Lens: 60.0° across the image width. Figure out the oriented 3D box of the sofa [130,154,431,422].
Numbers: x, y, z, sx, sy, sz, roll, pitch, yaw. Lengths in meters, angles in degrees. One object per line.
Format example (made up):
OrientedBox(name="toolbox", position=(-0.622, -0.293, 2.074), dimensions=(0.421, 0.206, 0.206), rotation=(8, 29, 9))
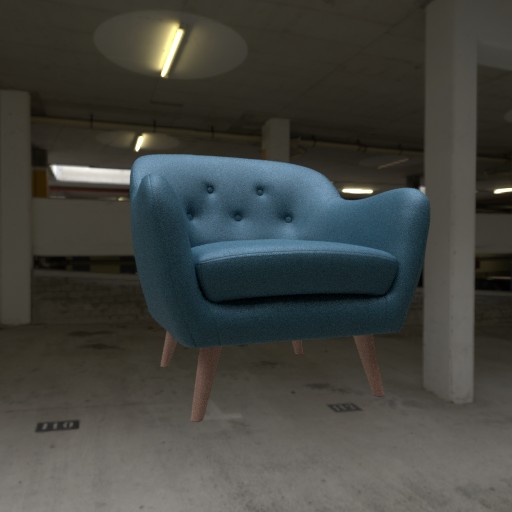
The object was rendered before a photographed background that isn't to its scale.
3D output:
OrientedBox(name="sofa", position=(0.000, 0.000, 1.508), dimensions=(0.836, 0.817, 0.825), rotation=(0, 1, -20))
